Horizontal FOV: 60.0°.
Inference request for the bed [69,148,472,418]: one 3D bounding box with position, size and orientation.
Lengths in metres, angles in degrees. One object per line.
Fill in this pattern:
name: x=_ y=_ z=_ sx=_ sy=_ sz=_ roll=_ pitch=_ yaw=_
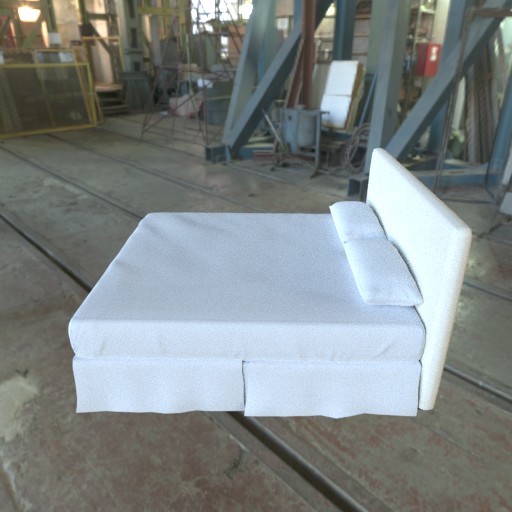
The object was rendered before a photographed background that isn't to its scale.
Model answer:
bed: x=0.000 y=0.000 z=3.499 sx=2.341 sy=1.317 sz=2.119 roll=1 pitch=25 yaw=1
